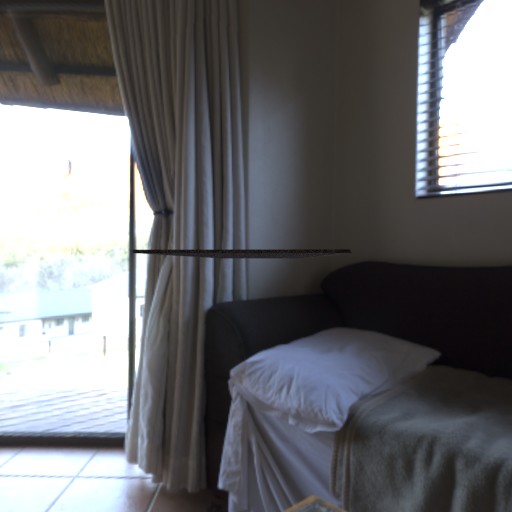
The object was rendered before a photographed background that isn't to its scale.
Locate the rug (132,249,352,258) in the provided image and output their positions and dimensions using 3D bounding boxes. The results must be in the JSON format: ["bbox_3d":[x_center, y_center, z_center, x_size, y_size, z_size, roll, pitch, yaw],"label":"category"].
[{"bbox_3d":[0.000,0.000,2.519,0.691,0.011,2.296,0,-1,2],"label":"rug"}]
